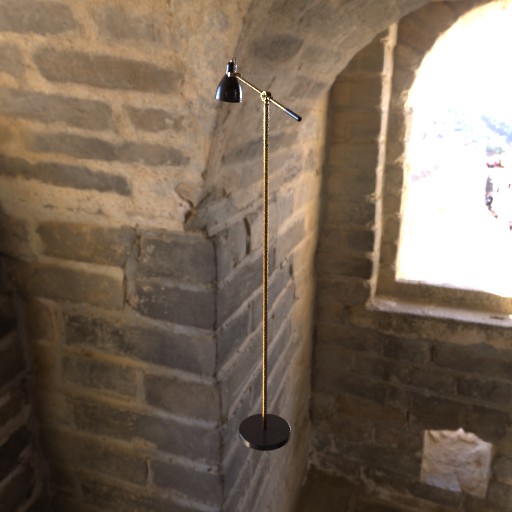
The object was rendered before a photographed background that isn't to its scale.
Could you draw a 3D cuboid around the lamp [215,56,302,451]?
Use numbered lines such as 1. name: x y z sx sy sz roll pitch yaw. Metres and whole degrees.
1. lamp: 0.000 0.000 1.883 0.235 1.628 0.618 -8 16 -28
